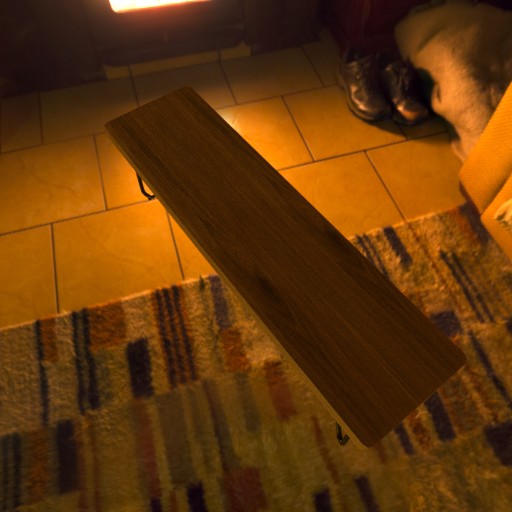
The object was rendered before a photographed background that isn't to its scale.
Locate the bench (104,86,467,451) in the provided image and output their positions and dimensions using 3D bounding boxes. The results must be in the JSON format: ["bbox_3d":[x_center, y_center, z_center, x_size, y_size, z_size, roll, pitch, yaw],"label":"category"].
[{"bbox_3d":[0.000,0.000,1.777,0.425,0.462,1.570,-33,64,-18],"label":"bench"}]
